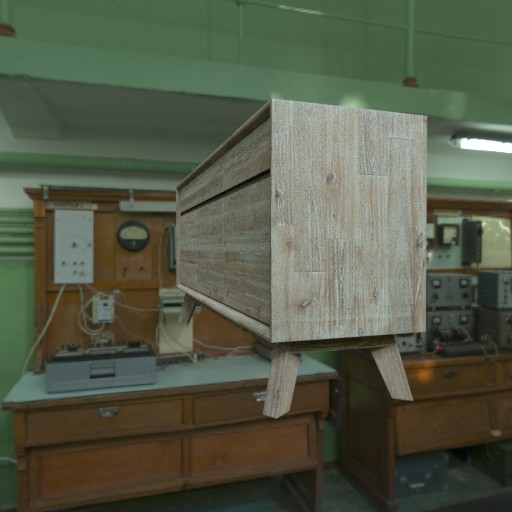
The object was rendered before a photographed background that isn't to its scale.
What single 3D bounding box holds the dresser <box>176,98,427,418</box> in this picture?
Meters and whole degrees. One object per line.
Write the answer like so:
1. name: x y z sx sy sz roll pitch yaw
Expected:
1. dresser: 0.000 0.000 1.906 0.455 0.788 1.602 0 1 -18
